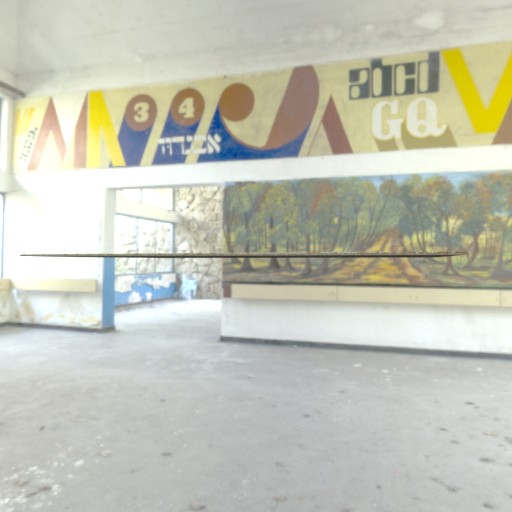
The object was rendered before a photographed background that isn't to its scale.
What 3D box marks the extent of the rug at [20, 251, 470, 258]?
[{"bbox_3d":[0.000,0.000,2.277,1.829,0.011,1.219,0,-1,18],"label":"rug"}]
